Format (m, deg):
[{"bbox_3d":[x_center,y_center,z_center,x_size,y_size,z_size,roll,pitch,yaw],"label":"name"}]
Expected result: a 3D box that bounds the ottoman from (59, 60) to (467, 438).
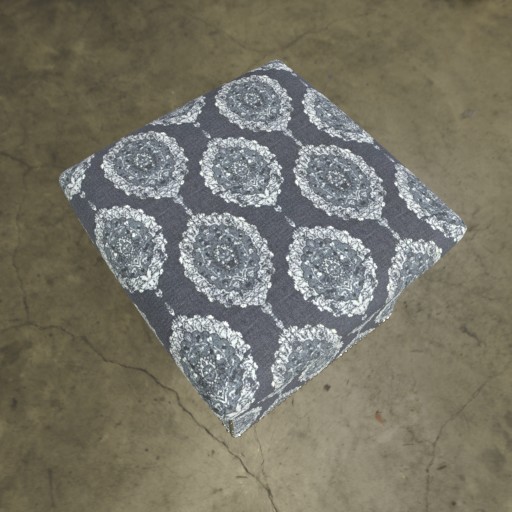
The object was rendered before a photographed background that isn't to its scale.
[{"bbox_3d":[0.000,0.000,0.895,0.497,0.475,0.507,-34,68,-16],"label":"ottoman"}]
